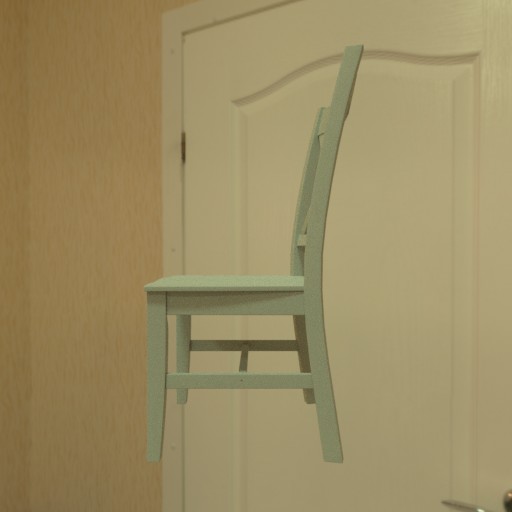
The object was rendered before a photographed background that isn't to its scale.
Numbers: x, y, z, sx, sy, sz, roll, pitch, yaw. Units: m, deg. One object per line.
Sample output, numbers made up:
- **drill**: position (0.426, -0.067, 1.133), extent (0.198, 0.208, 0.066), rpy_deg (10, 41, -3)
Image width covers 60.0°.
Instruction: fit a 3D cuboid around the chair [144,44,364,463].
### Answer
- **chair**: position (0.000, 0.000, 1.270), extent (0.542, 0.983, 0.485), rpy_deg (0, 1, 0)
